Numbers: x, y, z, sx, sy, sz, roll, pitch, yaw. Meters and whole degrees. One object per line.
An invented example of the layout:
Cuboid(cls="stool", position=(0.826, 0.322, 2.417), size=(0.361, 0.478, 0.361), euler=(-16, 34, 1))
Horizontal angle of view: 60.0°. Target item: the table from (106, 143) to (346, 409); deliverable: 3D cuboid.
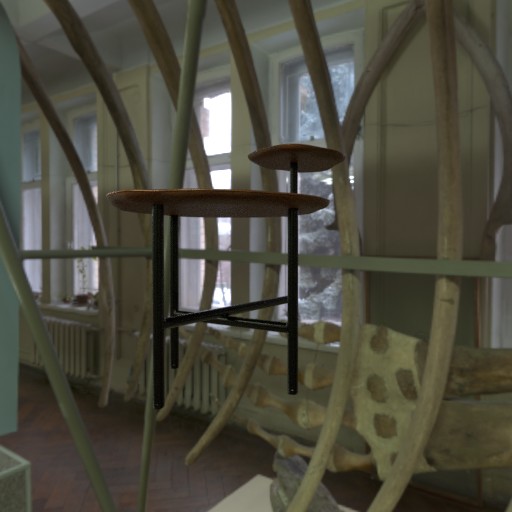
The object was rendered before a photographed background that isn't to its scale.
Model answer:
Cuboid(cls="table", position=(0.000, 0.000, 1.055), size=(0.442, 0.538, 0.759), euler=(1, 1, 35))
